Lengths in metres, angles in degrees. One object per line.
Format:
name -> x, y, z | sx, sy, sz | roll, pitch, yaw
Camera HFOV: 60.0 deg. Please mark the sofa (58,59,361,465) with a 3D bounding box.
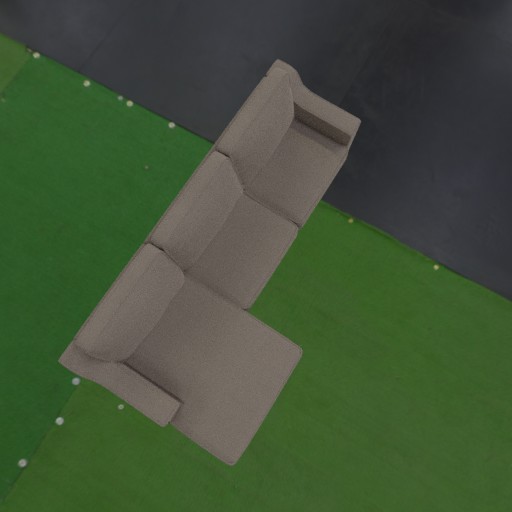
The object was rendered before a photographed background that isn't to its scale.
sofa -> 0.000, 0.000, 3.173 | 1.294, 0.928, 2.561 | 32, 78, 7
